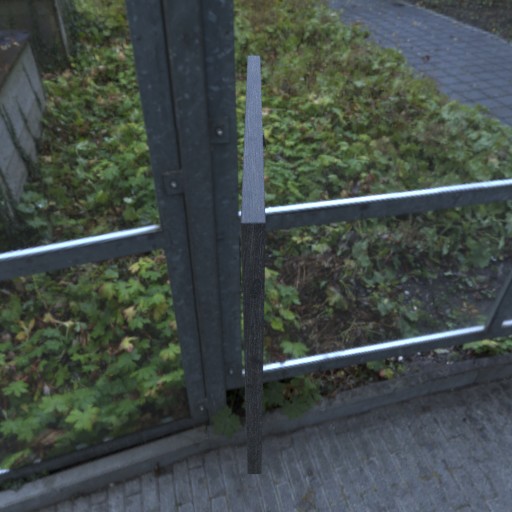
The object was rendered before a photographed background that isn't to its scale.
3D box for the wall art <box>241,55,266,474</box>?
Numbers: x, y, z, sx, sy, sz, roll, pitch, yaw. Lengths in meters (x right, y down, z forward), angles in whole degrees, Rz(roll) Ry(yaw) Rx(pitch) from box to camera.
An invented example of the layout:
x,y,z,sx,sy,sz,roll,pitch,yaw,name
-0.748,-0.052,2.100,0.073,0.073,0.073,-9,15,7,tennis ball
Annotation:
x,y,z,sx,sy,sz,roll,pitch,yaw,name
0.000,0.000,0.688,0.027,0.459,0.462,0,40,0,wall art
